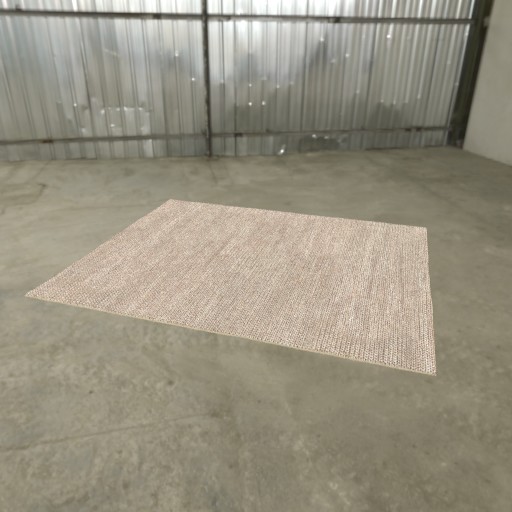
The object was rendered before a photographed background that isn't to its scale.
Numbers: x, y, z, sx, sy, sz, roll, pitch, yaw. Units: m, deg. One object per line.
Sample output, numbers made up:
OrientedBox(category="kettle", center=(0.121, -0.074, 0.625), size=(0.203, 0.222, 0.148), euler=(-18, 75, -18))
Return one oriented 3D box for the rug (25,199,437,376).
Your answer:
OrientedBox(category="rug", center=(0.000, 0.000, 4.099), size=(3.052, 0.030, 2.429), euler=(8, 27, 16))
